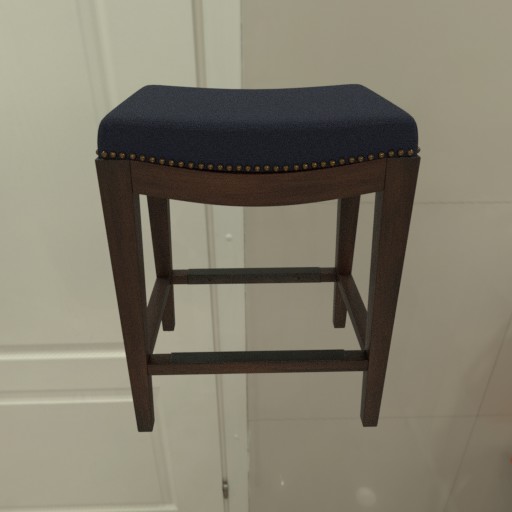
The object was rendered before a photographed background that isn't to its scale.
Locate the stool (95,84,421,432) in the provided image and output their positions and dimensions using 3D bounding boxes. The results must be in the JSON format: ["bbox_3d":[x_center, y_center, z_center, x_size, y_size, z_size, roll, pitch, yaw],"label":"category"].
[{"bbox_3d":[0.000,0.000,0.931,0.500,0.642,0.361,-1,29,-1],"label":"stool"}]
